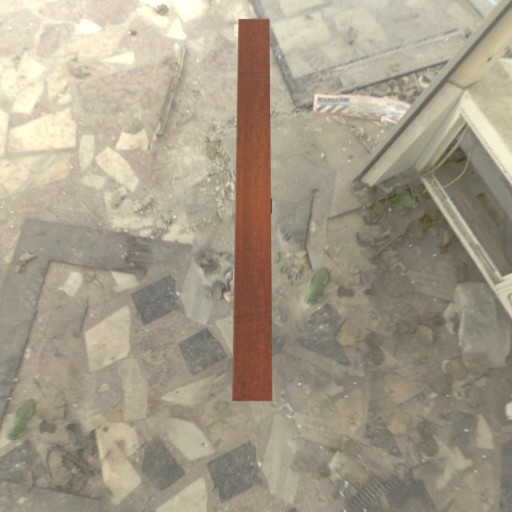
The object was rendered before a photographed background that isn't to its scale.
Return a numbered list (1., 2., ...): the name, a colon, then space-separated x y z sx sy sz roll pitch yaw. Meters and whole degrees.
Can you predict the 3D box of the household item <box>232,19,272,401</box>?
1. household item: 0.000 0.000 0.337 0.020 0.250 0.200 0 74 0
